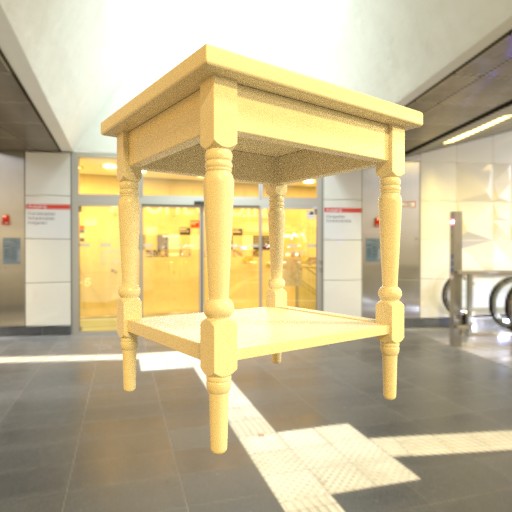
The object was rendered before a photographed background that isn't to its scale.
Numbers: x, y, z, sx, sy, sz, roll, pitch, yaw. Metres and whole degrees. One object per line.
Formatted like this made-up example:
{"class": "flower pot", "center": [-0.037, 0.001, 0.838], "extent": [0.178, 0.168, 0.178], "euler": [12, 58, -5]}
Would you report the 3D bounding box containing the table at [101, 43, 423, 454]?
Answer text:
{"class": "table", "center": [0.000, 0.000, 0.901], "extent": [0.488, 0.565, 0.442], "euler": [0, 0, -36]}
